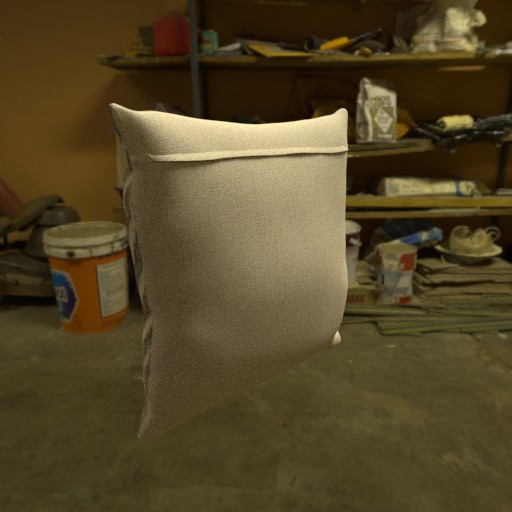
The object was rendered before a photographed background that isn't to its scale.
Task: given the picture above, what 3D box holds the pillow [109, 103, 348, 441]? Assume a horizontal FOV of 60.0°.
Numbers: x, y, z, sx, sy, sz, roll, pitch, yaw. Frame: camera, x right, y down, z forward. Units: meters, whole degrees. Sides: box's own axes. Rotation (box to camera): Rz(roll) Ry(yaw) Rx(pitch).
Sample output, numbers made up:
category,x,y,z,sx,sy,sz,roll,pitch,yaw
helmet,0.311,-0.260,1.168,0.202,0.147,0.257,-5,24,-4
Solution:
category,x,y,z,sx,sy,sz,roll,pitch,yaw
pillow,0.000,0.000,0.679,0.440,0.441,0.182,-15,22,-41
